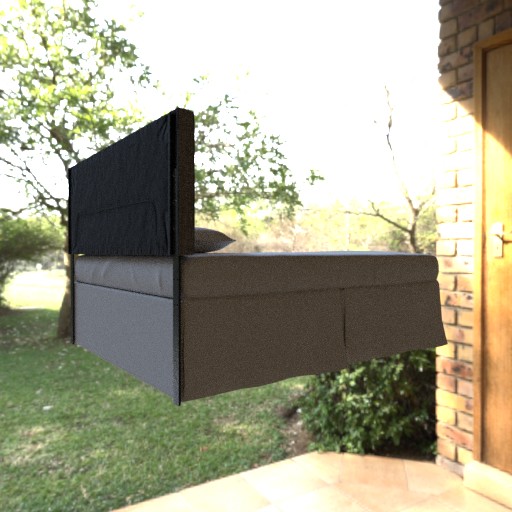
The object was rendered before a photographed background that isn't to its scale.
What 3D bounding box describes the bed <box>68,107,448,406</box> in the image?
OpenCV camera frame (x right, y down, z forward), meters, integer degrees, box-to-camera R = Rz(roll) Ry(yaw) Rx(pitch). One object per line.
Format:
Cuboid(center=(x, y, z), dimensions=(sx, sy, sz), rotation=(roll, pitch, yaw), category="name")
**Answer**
Cuboid(center=(0.000, 0.000, 2.932), dimensions=(1.958, 1.168, 1.621), rotation=(0, 0, -37), category="bed")
